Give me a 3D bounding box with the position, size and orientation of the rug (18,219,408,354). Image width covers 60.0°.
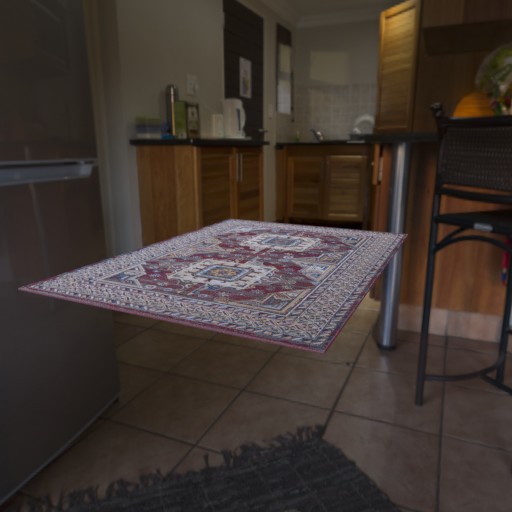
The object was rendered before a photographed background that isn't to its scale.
[{"bbox_3d":[0.000,0.000,2.864,1.599,0.011,2.210,7,16,25],"label":"rug"}]
